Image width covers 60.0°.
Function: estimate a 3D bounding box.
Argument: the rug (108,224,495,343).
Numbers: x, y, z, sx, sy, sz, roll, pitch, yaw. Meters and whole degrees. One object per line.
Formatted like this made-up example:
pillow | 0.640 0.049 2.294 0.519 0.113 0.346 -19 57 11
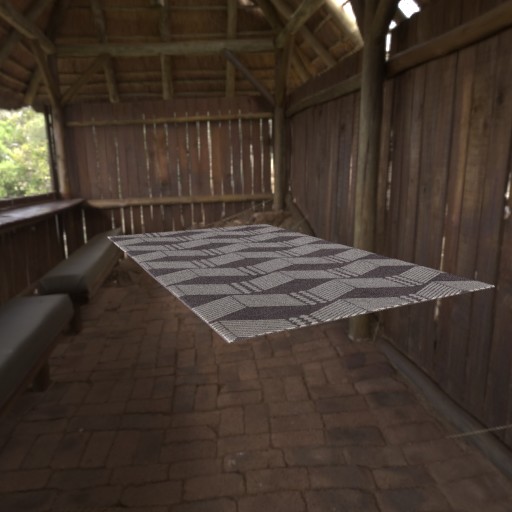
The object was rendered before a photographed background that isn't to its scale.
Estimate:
rug | 0.000 0.000 3.001 1.517 0.011 2.435 -7 14 -27
